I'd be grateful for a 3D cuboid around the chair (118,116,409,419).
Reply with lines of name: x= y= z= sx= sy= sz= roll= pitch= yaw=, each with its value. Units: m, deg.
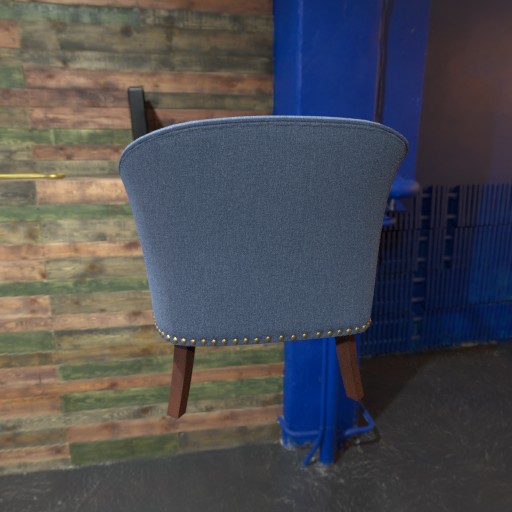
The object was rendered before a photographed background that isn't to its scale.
chair: x=0.000 y=0.000 z=1.412 sx=0.772 sy=0.815 sz=0.704 roll=-2 pitch=14 yaw=-9
